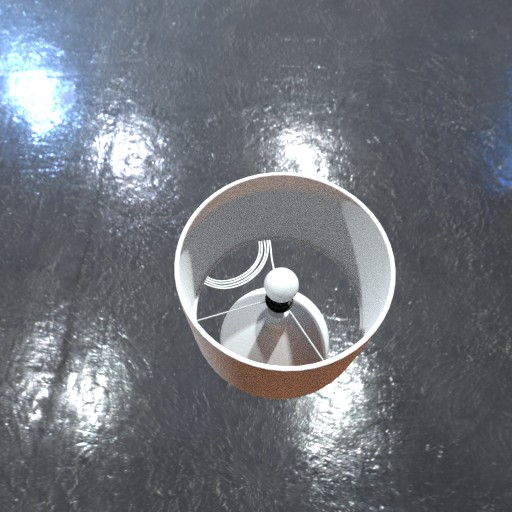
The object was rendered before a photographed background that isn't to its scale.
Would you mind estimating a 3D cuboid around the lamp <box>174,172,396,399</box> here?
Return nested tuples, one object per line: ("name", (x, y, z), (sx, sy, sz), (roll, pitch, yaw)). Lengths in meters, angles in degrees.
("lamp", (0.000, 0.000, 0.871), (0.401, 0.457, 0.546), (4, 63, 2))
